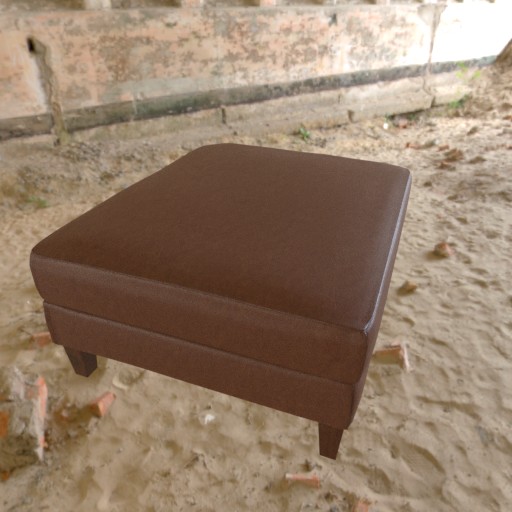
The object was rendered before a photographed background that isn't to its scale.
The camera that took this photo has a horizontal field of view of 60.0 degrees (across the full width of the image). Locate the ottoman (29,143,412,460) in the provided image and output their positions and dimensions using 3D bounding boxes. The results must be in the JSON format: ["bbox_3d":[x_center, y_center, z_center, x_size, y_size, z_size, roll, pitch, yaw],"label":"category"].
[{"bbox_3d":[0.000,0.000,1.403,0.836,0.472,0.987,11,32,18],"label":"ottoman"}]
